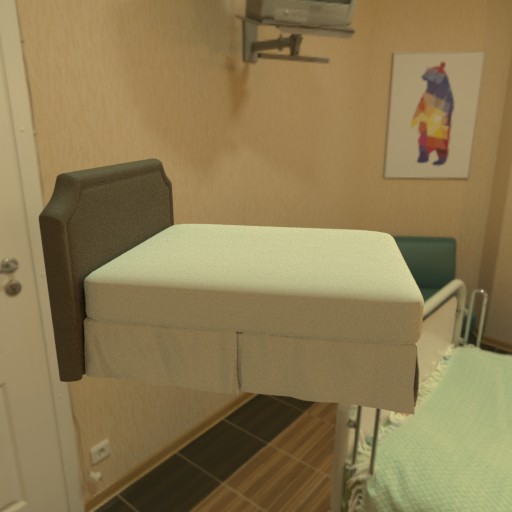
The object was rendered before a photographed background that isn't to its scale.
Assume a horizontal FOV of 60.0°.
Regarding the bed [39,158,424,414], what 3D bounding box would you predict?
[{"bbox_3d":[0.000,0.000,3.259,2.181,1.297,1.831,3,16,10],"label":"bed"}]
